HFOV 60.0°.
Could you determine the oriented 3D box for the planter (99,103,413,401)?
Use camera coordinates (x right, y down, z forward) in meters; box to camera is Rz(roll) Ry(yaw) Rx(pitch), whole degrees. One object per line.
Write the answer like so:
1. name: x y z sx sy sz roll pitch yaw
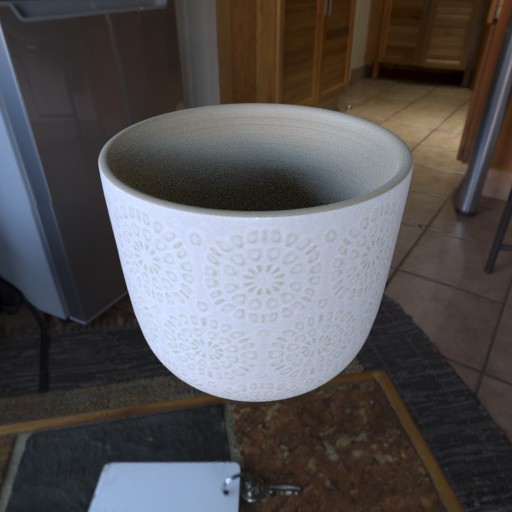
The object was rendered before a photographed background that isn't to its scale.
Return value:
1. planter: 0.000 0.000 0.290 0.170 0.152 0.170 0 34 0
